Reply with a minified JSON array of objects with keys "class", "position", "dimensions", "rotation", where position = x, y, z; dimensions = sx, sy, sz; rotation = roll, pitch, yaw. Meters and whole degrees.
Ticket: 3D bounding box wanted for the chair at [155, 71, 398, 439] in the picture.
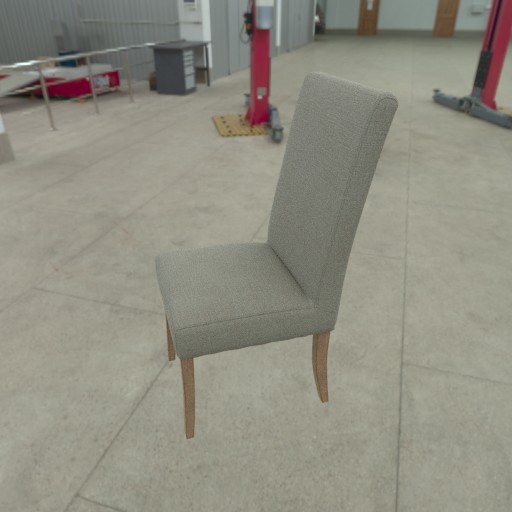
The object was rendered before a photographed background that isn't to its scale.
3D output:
[{"class":"chair","position":[0.000,0.000,1.420],"dimensions":[0.611,1.033,0.450],"rotation":[-9,31,-16]}]
